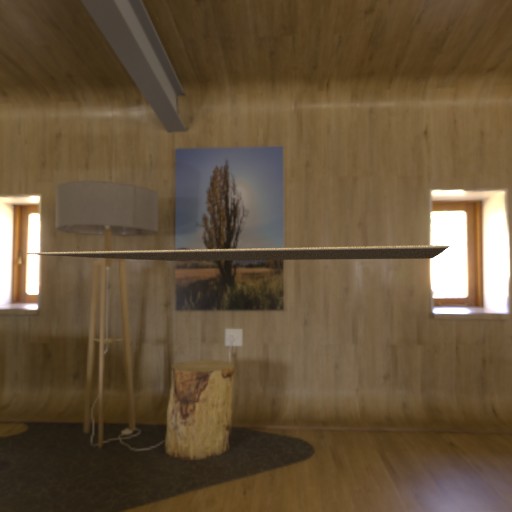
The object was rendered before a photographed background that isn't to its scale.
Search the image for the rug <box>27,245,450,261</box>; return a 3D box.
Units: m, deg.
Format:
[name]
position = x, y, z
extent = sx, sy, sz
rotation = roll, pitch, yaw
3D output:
[rug]
position = 0.000, 0.000, 5.122
extent = 3.935, 0.025, 2.782
rotation = -1, -2, 20
